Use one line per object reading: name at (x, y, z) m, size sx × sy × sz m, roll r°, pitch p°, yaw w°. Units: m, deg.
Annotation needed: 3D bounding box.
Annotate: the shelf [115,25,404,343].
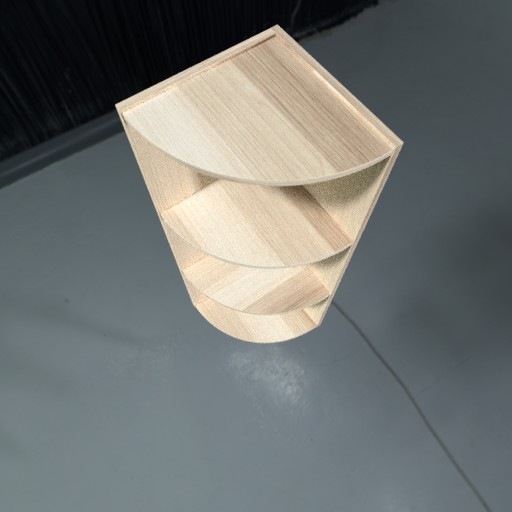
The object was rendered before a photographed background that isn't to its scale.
shelf at (0.000, 0.000, 1.015) m, size 0.290 × 0.872 × 0.290 m, roll -33°, pitch 69°, yaw -14°
